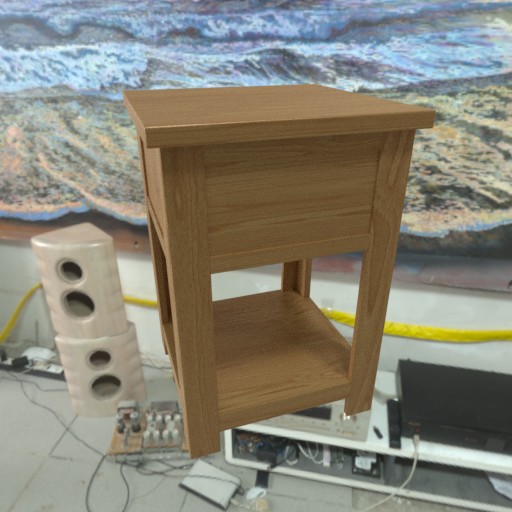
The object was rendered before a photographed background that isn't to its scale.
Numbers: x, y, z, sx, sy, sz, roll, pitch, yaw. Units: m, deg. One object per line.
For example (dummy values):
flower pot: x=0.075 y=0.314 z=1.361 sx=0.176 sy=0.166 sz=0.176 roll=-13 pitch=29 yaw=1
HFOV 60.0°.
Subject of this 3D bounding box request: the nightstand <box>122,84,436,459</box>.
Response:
nightstand: x=0.000 y=0.000 z=0.911 sx=0.428 sy=0.614 sz=0.418 roll=-9 pitch=28 yaw=-17
